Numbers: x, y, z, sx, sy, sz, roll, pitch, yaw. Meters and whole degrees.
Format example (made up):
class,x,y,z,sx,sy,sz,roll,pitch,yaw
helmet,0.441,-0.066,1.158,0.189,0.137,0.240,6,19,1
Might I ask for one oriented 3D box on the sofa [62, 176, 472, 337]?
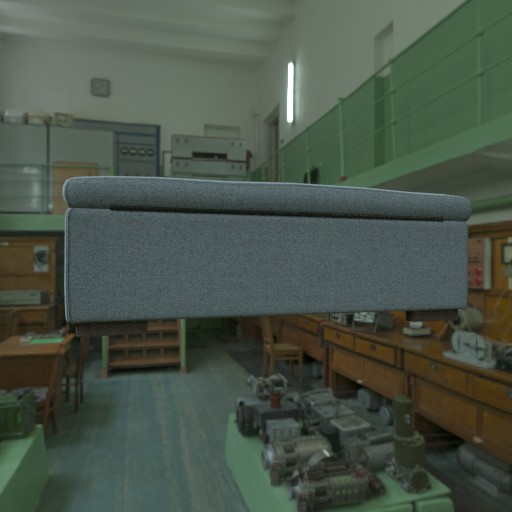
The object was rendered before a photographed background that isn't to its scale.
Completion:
class,x,y,z,sx,sy,sz,roll,pitch,yaw
sofa,0.000,0.000,1.651,1.250,0.434,0.817,0,-1,-17
